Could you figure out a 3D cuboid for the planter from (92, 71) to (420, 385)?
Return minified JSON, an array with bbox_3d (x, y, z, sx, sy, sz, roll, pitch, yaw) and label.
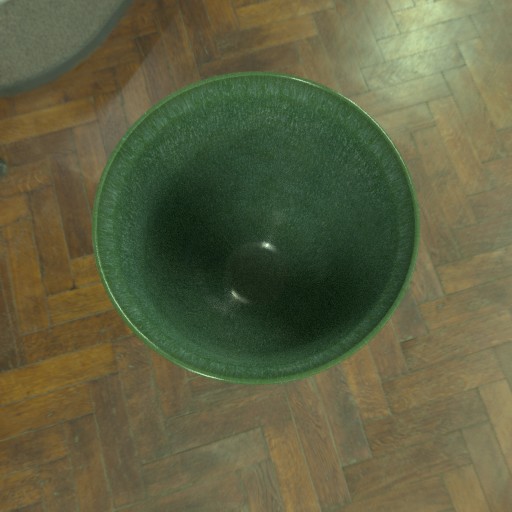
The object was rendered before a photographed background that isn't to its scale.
[{"bbox_3d":[0.000,0.000,0.367,0.195,0.214,0.195,0,77,0],"label":"planter"}]
